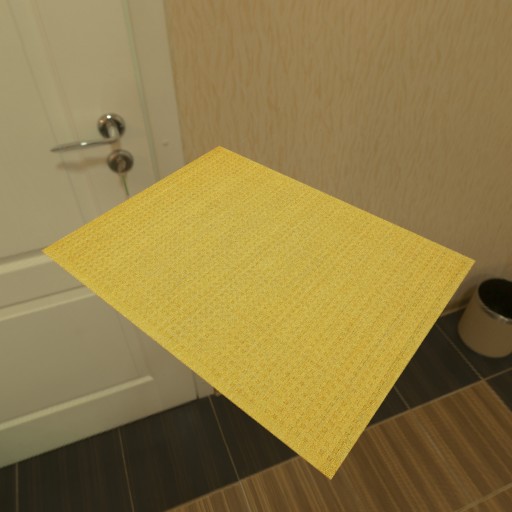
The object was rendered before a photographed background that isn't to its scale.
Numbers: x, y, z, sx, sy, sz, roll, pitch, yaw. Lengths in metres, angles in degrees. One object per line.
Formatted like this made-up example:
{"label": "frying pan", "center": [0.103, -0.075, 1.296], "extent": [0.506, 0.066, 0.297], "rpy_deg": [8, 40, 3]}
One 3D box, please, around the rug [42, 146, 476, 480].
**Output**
{"label": "rug", "center": [0.000, 0.000, 4.174], "extent": [3.242, 0.015, 2.486], "rpy_deg": [30, 51, 27]}
